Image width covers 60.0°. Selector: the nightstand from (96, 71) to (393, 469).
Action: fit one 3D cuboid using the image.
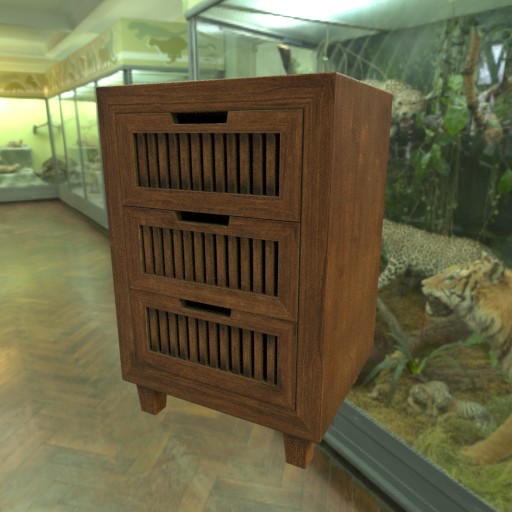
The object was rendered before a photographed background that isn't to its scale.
[{"bbox_3d":[0.000,0.000,0.989,0.465,0.695,0.410,8,17,26],"label":"nightstand"}]
